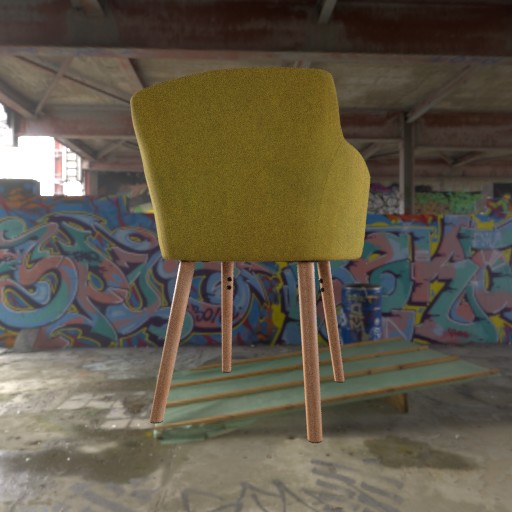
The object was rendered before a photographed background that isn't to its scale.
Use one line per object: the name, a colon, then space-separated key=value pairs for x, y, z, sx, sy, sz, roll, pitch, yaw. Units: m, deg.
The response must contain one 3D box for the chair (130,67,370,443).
chair: x=0.000 y=0.000 z=1.180 sx=0.570 sy=0.780 sz=0.570 roll=0 pitch=0 yaw=17
